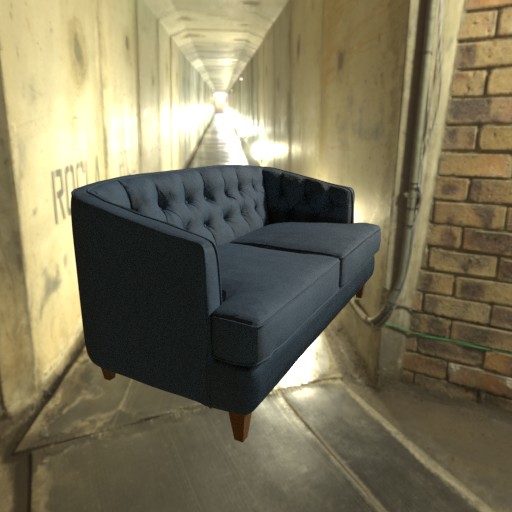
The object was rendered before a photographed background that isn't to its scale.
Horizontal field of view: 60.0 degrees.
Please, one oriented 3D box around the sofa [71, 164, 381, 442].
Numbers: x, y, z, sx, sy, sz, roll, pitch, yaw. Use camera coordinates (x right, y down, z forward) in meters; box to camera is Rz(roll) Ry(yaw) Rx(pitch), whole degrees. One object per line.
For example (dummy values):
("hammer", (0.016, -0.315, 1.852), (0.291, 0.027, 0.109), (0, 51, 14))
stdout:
("sofa", (0.000, 0.000, 2.277), (0.941, 0.854, 1.733), (8, 17, 26))
